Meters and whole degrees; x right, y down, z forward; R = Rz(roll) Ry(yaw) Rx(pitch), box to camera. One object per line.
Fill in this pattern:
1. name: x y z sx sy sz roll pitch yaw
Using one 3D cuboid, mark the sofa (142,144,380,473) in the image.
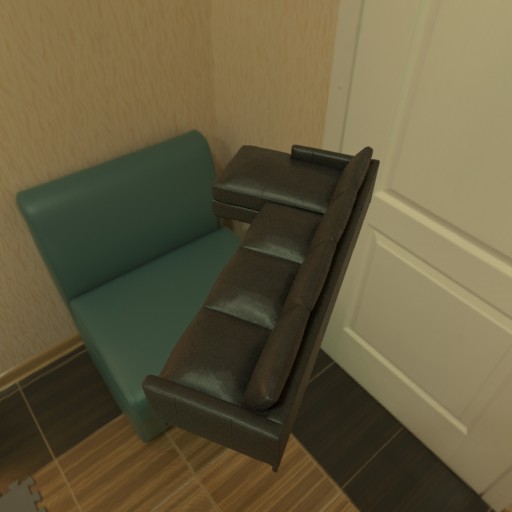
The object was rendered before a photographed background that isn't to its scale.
1. sofa: 0.000 0.000 3.742 1.471 0.859 2.993 16 47 15
